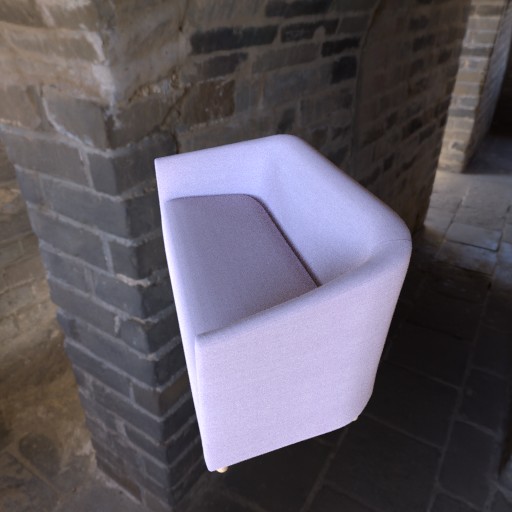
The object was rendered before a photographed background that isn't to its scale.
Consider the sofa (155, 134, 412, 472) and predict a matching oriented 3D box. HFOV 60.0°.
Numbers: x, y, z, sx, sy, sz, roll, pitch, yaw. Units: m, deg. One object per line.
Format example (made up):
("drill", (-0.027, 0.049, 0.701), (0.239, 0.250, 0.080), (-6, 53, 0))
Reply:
("sofa", (0.000, 0.000, 1.858), (0.705, 0.721, 1.452), (-8, 32, -13))
